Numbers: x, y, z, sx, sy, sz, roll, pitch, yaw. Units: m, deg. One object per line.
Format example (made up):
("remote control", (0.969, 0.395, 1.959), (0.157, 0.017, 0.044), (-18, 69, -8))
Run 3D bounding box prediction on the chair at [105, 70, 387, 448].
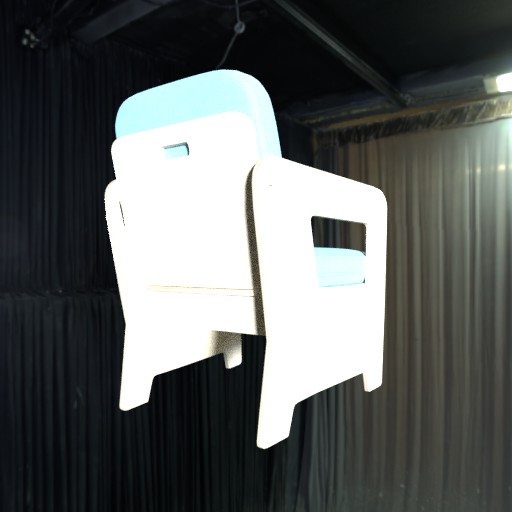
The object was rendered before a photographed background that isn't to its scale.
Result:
("chair", (0.000, 0.000, 1.285), (0.590, 0.800, 0.710), (0, -1, 33))
